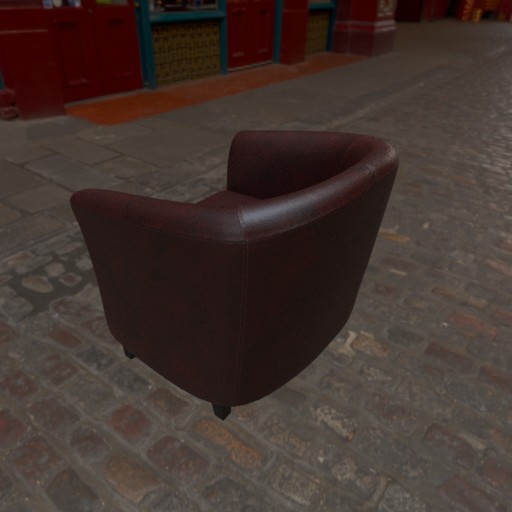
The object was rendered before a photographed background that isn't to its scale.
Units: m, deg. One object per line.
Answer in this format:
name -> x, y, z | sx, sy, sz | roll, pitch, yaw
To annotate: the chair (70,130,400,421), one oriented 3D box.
chair -> 0.000, 0.000, 1.416 | 0.727, 0.756, 0.792 | 22, 38, 31
